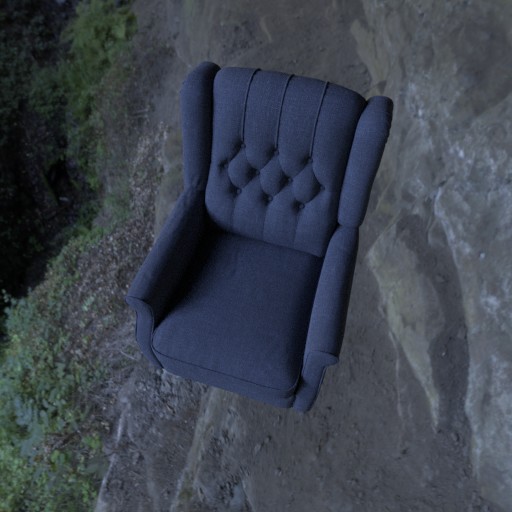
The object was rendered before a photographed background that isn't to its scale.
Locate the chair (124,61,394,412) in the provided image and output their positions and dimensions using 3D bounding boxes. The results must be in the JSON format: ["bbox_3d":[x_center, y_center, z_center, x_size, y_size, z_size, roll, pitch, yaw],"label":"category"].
[{"bbox_3d":[0.000,0.000,1.645,0.742,1.035,0.898,15,61,8],"label":"chair"}]
